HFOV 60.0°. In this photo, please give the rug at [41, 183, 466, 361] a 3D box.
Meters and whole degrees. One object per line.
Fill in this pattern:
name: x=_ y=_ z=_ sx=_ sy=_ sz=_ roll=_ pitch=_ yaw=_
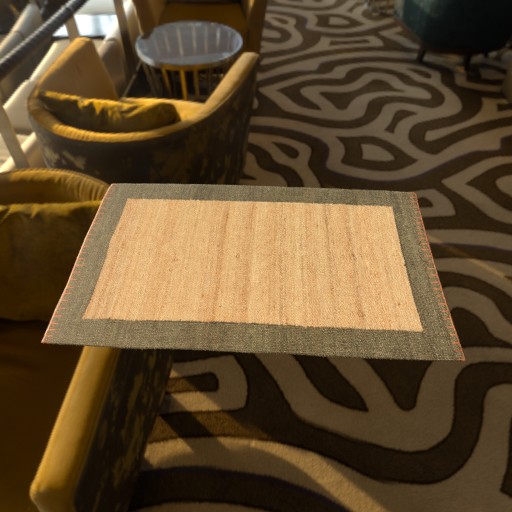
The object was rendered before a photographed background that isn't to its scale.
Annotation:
rug: x=0.000 y=0.000 z=3.025 sx=2.435 sy=0.006 sz=1.521 roll=2 pitch=47 yaw=2
